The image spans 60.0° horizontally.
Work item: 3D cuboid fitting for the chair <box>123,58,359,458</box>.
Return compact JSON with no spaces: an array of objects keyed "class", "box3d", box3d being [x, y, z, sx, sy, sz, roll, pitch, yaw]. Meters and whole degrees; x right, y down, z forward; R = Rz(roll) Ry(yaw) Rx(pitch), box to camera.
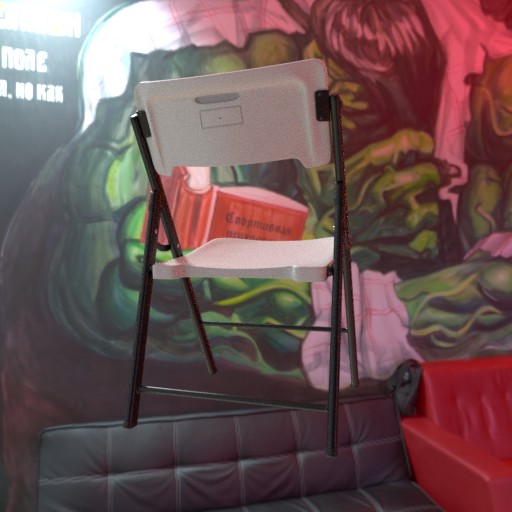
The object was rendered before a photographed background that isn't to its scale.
[{"class":"chair","box3d":[0.000,0.000,1.133,0.482,0.765,0.577,0,0,18]}]
